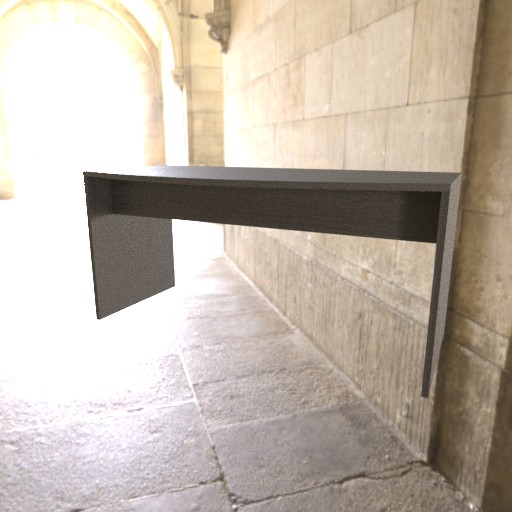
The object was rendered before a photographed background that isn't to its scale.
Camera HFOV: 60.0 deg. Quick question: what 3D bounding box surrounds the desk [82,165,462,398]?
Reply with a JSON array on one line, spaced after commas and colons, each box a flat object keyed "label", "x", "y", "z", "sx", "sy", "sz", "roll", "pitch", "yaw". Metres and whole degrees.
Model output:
[{"label": "desk", "x": 0.000, "y": 0.000, "z": 2.024, "sx": 1.600, "sy": 0.750, "sz": 0.802, "roll": 7, "pitch": 16, "yaw": 26}]
